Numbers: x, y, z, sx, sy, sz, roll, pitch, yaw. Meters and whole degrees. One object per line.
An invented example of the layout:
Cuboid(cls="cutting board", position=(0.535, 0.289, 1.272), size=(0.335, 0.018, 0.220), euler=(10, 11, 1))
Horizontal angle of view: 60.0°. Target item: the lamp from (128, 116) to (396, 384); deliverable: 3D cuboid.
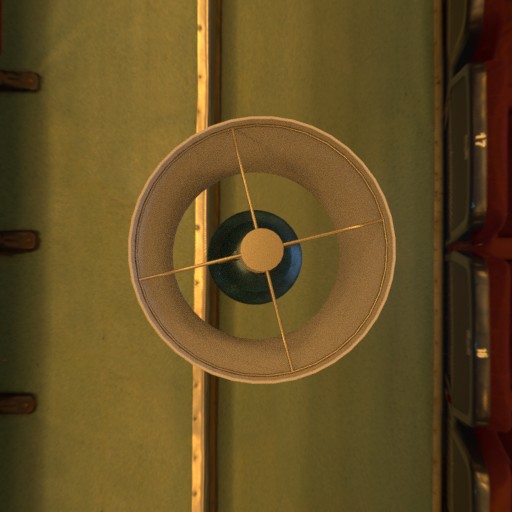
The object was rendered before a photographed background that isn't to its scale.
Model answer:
Cuboid(cls="lamp", position=(0.000, 0.000, 0.575), size=(0.211, 0.455, 0.211), euler=(0, 89, -1))
